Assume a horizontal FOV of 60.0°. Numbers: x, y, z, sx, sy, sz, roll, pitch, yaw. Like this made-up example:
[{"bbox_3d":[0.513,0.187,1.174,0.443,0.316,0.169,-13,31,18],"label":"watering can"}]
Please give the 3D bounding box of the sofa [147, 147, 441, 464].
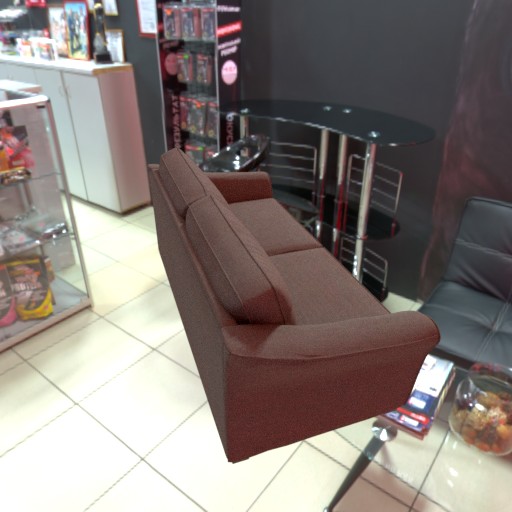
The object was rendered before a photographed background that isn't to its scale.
[{"bbox_3d":[0.000,0.000,2.731,0.986,0.906,2.270,-10,31,-17],"label":"sofa"}]
